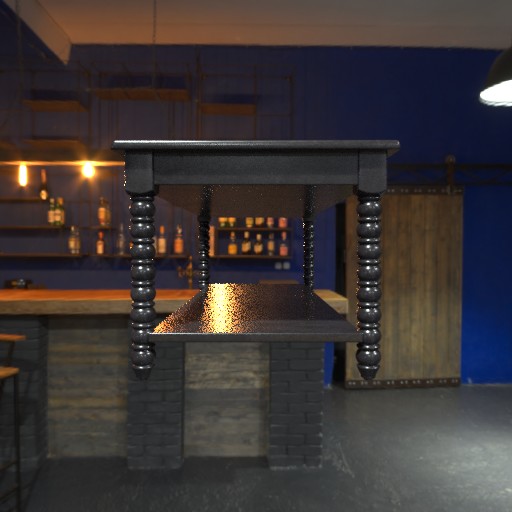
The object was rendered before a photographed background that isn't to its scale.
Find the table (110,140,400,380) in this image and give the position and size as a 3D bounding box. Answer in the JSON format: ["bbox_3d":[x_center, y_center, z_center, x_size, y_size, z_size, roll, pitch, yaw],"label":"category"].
[{"bbox_3d":[0.000,0.000,1.458,0.580,0.487,1.171,0,2,0],"label":"table"}]
